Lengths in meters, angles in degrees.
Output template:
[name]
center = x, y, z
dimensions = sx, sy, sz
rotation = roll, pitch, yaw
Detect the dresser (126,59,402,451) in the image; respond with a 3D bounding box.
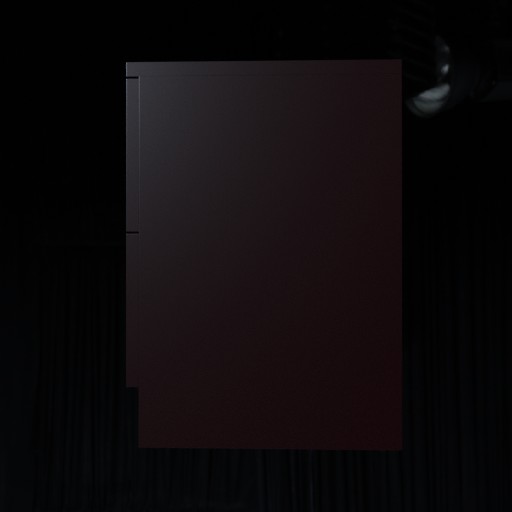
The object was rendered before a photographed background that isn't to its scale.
[dresser]
center = 0.000, 0.000, 0.735
dimensions = 0.360, 0.470, 0.400
rotation = 0, 0, 1
